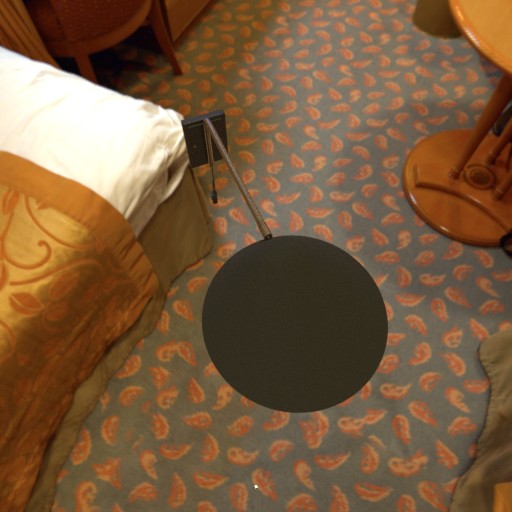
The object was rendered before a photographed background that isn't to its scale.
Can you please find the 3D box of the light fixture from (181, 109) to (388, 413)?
[{"bbox_3d":[0.000,0.000,0.704,0.240,0.312,0.516,-19,64,-10],"label":"light fixture"}]
